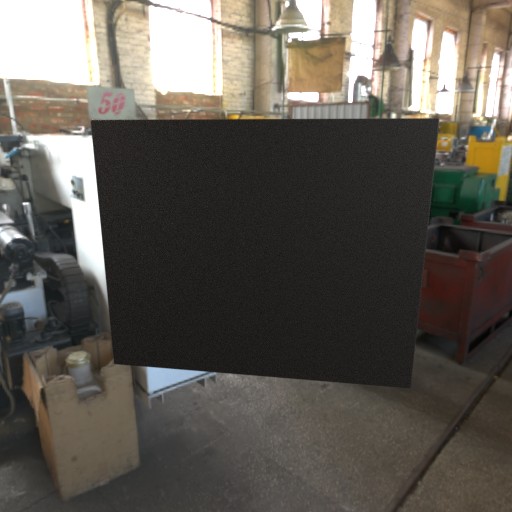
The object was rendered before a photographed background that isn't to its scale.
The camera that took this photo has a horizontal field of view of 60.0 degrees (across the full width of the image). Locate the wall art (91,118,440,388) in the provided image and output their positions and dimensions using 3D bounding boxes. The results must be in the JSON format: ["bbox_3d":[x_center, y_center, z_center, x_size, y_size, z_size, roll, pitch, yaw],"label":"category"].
[{"bbox_3d":[0.000,0.000,0.774,0.558,0.457,0.031,2,16,8],"label":"wall art"}]
